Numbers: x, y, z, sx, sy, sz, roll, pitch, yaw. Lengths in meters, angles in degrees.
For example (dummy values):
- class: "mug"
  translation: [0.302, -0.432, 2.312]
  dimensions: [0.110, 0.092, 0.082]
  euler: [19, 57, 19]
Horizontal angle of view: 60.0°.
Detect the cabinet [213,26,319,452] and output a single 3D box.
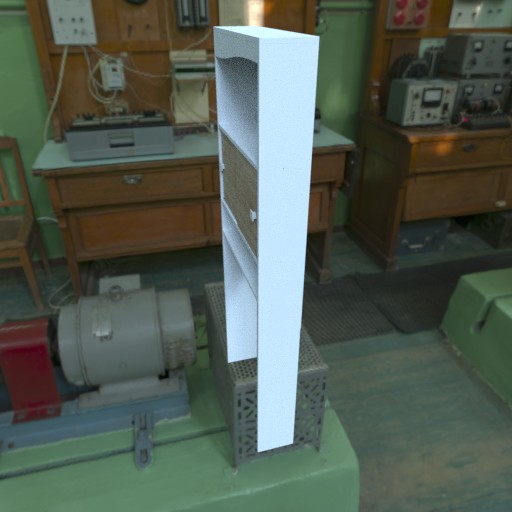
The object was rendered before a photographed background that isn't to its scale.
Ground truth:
- class: "cabinet"
  translation: [0.000, 0.000, 1.952]
  dimensions: [0.192, 1.770, 0.643]
  euler: [-8, 31, -14]
